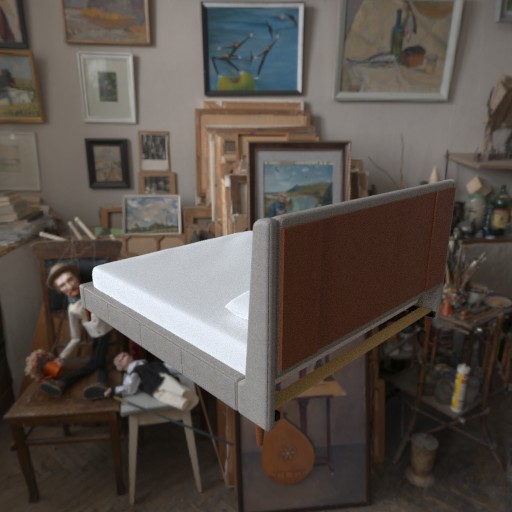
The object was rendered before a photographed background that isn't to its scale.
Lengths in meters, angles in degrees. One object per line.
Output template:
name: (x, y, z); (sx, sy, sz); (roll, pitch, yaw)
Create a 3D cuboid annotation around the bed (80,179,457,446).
bed: (0.000, 0.000, 3.666); (2.062, 1.289, 2.342); (-16, 23, -42)
